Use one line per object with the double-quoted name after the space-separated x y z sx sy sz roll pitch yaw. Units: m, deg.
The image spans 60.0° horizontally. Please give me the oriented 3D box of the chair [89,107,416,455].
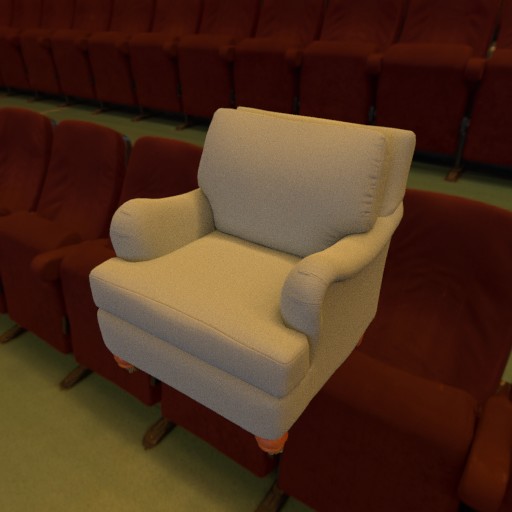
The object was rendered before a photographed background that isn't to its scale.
0.000 0.000 1.866 0.955 1.038 1.070 19 35 29 "chair"
